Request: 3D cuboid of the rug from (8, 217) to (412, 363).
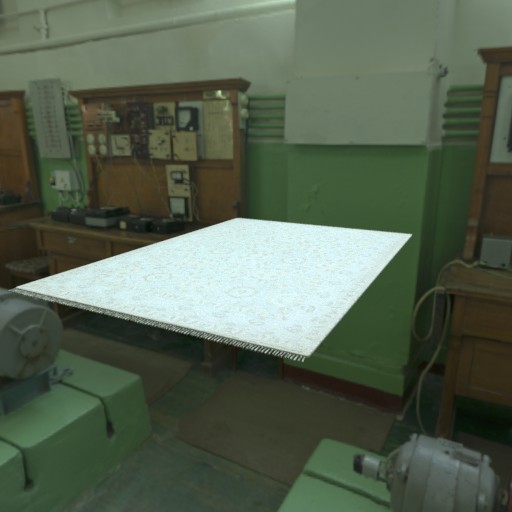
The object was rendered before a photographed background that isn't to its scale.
[{"bbox_3d":[0.000,0.000,2.733,1.514,0.011,2.233,8,17,27],"label":"rug"}]
